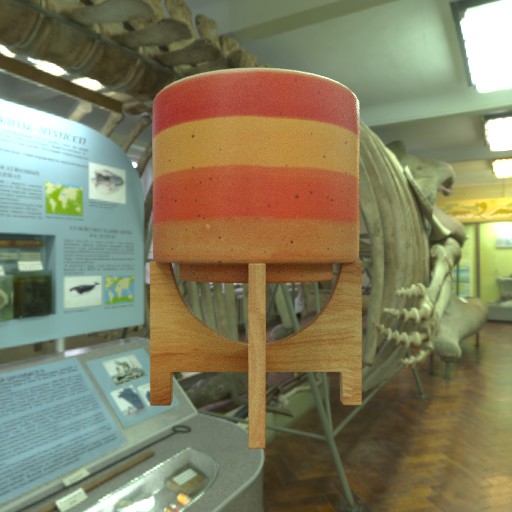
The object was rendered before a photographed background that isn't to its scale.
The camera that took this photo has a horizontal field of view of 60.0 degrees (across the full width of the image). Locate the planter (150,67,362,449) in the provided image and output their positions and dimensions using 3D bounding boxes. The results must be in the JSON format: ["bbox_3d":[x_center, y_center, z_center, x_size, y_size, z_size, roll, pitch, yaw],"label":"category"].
[{"bbox_3d":[0.000,0.000,0.569,0.269,0.379,0.269,0,0,0],"label":"planter"}]
